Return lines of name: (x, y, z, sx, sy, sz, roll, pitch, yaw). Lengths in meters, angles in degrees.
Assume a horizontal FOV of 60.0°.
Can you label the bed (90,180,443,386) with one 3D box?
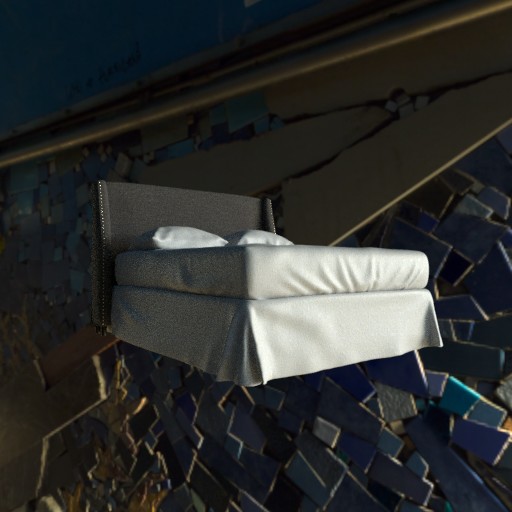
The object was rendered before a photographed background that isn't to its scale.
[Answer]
bed: (0.000, 0.000, 3.522, 1.925, 1.332, 2.276, 1, -1, -37)
